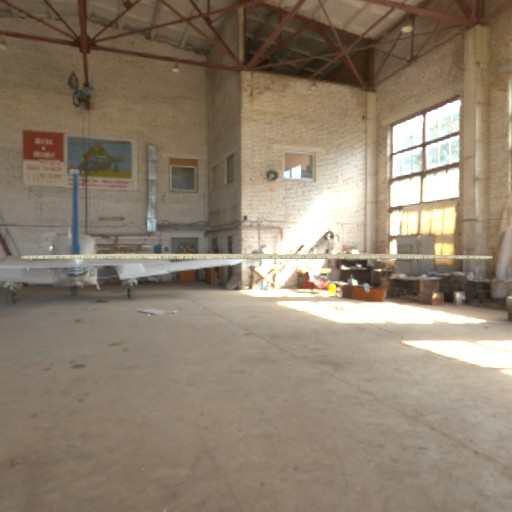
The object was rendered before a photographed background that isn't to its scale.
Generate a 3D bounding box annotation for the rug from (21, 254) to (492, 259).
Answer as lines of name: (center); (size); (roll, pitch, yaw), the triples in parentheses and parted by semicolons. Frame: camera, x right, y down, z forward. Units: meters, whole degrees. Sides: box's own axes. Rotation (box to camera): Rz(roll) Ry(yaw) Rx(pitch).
rug: (0.000, 0.000, 2.340); (1.846, 0.014, 1.243); (0, 1, 0)
